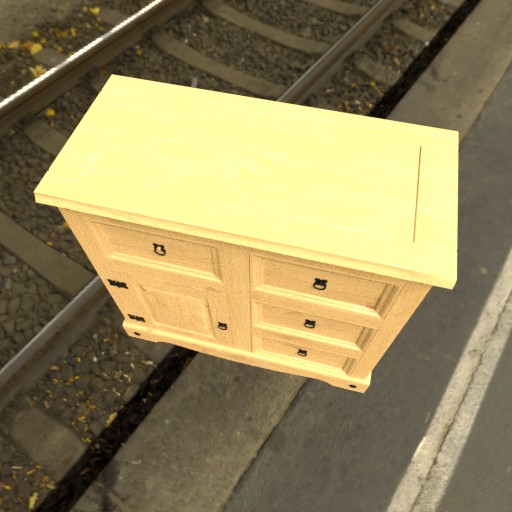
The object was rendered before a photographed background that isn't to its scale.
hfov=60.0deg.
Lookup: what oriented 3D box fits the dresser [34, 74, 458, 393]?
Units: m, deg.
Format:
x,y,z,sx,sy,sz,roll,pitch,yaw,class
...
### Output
x,y,z,sx,sy,sz,roll,pitch,yaw,class
0.000,0.000,1.388,0.915,0.835,0.440,12,59,7,dresser
